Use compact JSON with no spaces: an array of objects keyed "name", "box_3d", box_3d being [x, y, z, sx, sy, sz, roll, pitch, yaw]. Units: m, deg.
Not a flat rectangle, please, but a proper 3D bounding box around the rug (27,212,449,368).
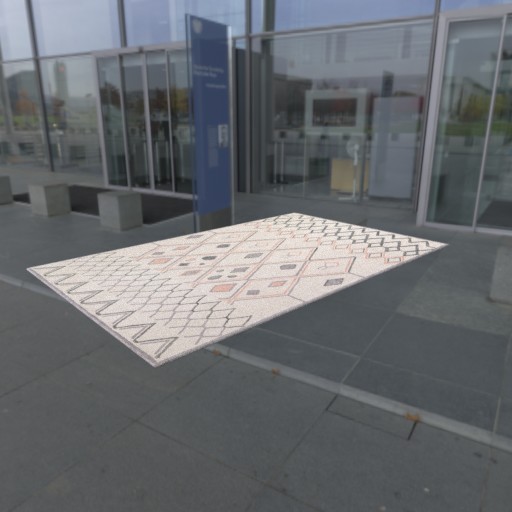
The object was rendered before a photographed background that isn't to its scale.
[{"name":"rug","box_3d":[0.000,0.000,2.981,2.438,0.015,1.524,-16,23,-40]}]
